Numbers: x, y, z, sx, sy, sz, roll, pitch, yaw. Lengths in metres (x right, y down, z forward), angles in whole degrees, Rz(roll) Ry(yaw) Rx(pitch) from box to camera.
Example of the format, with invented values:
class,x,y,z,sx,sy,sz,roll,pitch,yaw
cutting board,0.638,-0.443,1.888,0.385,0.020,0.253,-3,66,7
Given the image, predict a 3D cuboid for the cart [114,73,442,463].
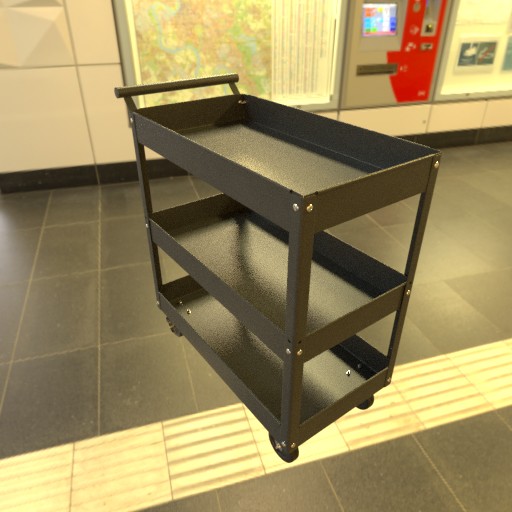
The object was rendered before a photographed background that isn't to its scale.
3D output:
class,x,y,z,sx,sy,sz,roll,pitch,yaw
cart,0.000,0.000,1.167,0.366,0.780,0.719,-21,37,-30
